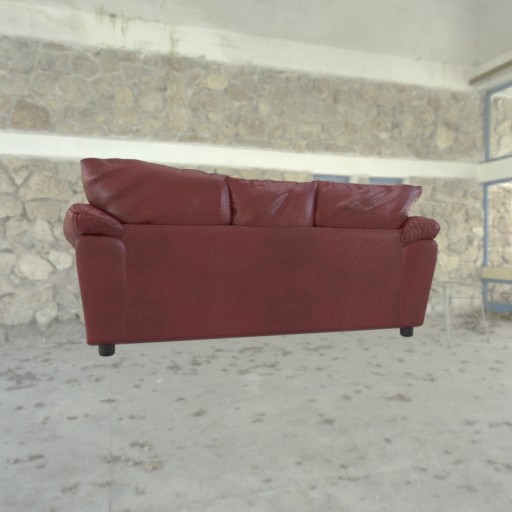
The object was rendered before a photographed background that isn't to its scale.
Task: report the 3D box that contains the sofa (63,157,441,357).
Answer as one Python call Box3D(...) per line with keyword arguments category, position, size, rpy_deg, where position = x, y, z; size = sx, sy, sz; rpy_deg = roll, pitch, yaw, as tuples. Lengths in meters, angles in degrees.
Box3D(category="sofa", position=(0.000, 0.000, 2.973), size=(2.390, 1.091, 0.907), rpy_deg=(0, 0, -17))
